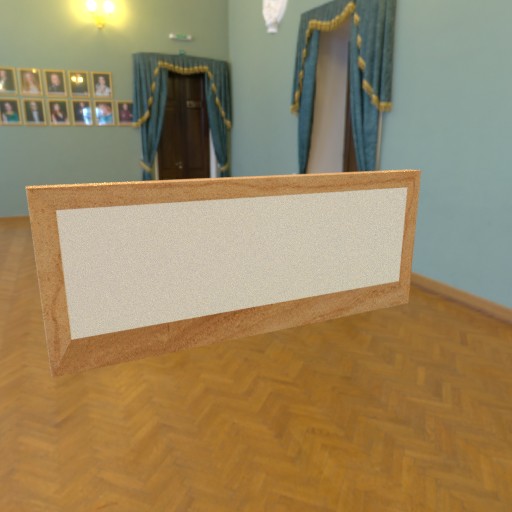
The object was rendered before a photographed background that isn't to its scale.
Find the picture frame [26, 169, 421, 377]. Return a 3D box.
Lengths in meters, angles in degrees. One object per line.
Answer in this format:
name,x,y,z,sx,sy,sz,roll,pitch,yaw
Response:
picture frame,0.000,0.000,0.659,0.582,0.234,0.045,-7,17,-25
